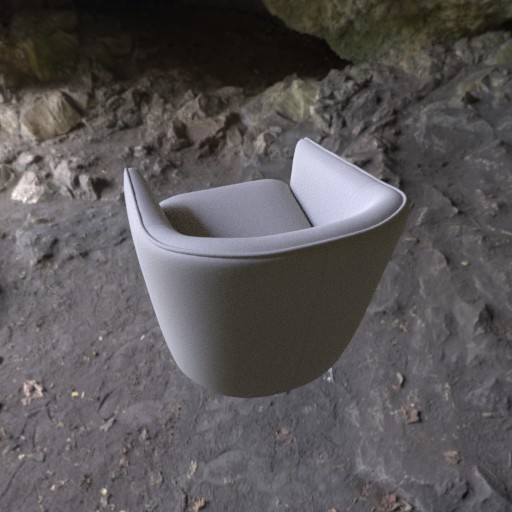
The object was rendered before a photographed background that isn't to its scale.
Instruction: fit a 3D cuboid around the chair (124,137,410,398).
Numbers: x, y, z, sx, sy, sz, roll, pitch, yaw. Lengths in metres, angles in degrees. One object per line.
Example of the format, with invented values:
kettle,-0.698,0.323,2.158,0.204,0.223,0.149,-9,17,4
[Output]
chair,0.000,0.000,1.476,0.747,0.799,0.875,-13,43,-14
